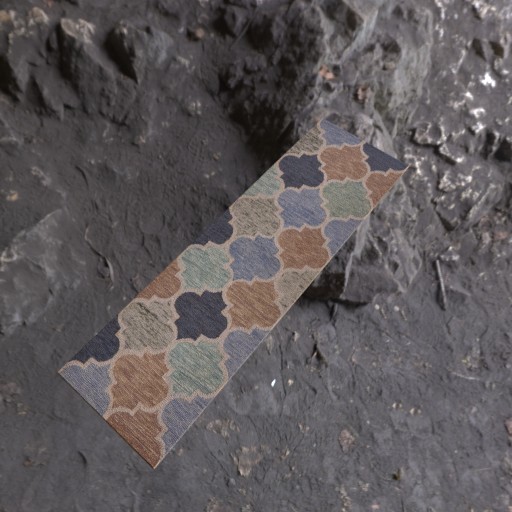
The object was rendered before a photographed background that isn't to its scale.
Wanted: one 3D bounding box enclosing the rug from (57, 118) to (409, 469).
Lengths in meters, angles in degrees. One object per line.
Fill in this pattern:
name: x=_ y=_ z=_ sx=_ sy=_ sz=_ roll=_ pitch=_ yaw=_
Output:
rug: x=0.000 y=0.000 z=2.532 sx=0.687 sy=0.011 sz=2.287 roll=35 pitch=66 yaw=18
